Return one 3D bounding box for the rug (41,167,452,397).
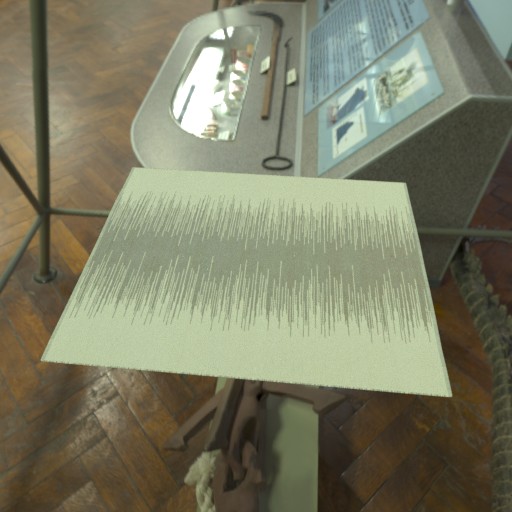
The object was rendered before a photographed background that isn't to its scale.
[{"bbox_3d":[0.000,0.000,4.057,3.037,0.010,2.453,4,47,4],"label":"rug"}]
